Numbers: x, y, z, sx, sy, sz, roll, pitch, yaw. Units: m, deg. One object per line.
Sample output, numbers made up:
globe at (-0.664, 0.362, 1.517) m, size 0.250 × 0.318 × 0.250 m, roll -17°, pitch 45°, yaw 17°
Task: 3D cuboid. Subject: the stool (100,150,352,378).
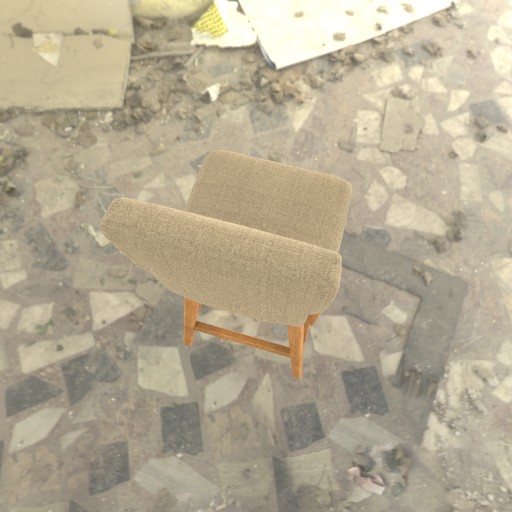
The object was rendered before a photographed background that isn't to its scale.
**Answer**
stool at (0.000, 0.000, 1.296) m, size 0.459 × 1.010 × 0.526 m, roll 15°, pitch 65°, yaw 7°
